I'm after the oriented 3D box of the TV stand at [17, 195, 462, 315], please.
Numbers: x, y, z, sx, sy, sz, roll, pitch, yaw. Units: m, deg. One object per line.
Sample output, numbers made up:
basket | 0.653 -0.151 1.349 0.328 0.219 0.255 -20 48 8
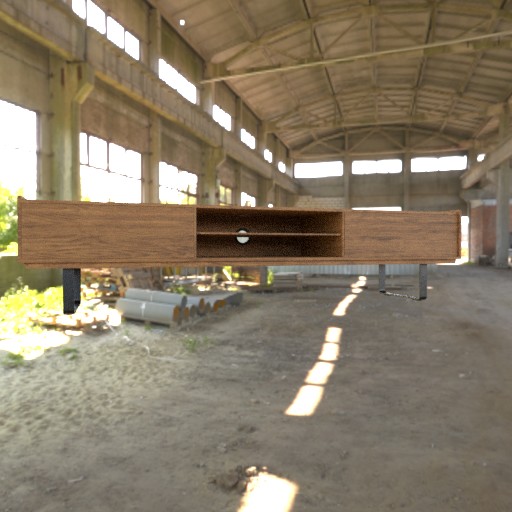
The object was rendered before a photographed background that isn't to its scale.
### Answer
TV stand | 0.000 0.000 1.950 1.796 0.415 0.467 0 1 -18
